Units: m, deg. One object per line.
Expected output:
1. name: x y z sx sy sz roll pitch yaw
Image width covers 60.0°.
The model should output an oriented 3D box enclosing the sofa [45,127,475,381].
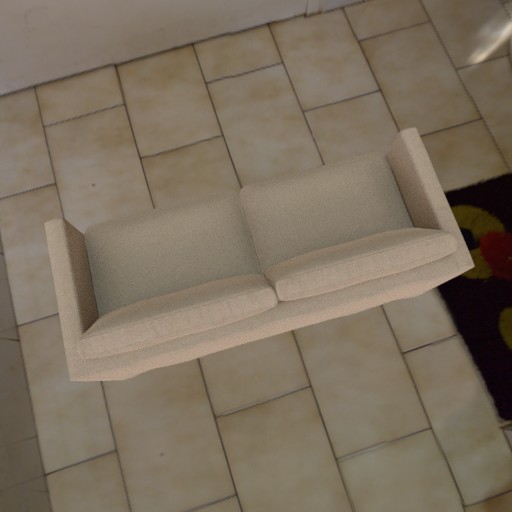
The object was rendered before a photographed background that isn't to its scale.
1. sofa: 0.000 0.000 2.780 2.312 0.853 0.962 -15 75 -4
